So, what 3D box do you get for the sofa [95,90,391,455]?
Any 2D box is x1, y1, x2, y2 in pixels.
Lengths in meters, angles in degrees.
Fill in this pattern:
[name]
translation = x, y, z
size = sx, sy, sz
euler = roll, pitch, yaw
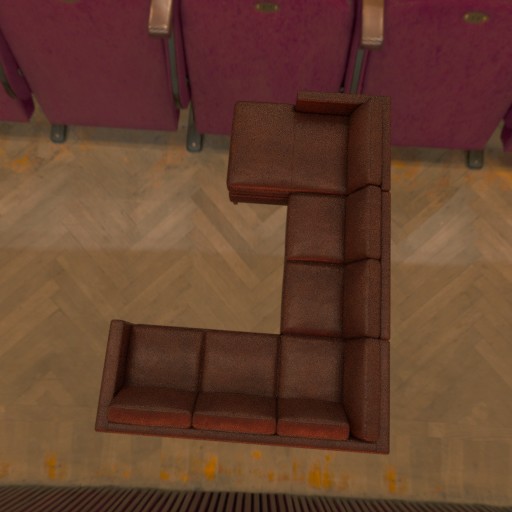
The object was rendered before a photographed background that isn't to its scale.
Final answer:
[sofa]
translation = 0.000, 0.000, 4.317
size = 2.452, 0.891, 3.324
euler = 4, 77, 1
